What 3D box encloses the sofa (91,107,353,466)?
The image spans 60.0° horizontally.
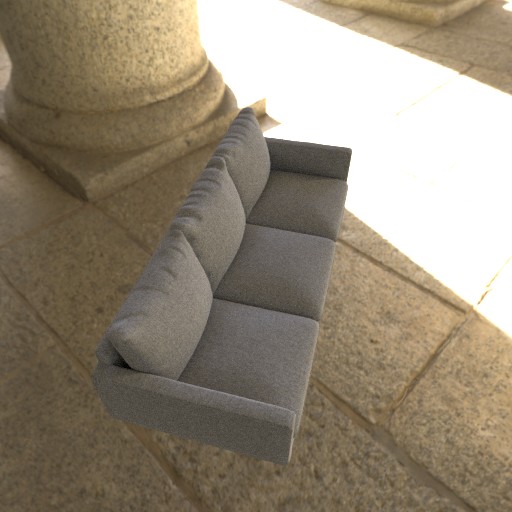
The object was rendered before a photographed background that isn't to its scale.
[{"bbox_3d":[0.000,0.000,2.482,0.850,0.830,2.000,11,46,11],"label":"sofa"}]
